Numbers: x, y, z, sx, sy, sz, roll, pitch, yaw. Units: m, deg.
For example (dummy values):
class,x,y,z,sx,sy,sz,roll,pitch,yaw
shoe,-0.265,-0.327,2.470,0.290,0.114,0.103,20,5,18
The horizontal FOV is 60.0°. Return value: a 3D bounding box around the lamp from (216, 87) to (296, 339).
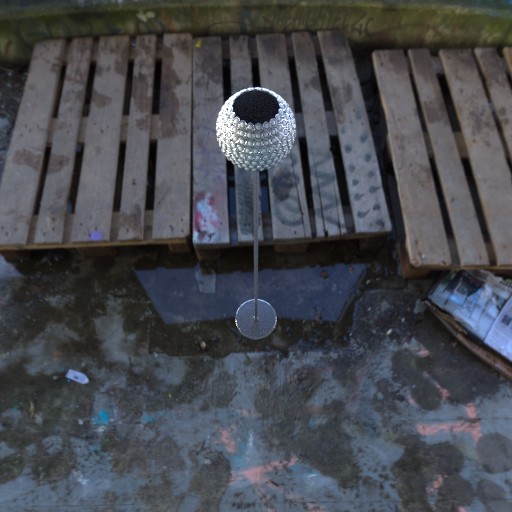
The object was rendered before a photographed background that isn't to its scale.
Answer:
class,x,y,z,sx,sy,sz,roll,pitch,yaw
lamp,0.000,0.000,1.996,0.254,1.805,0.254,0,63,0
